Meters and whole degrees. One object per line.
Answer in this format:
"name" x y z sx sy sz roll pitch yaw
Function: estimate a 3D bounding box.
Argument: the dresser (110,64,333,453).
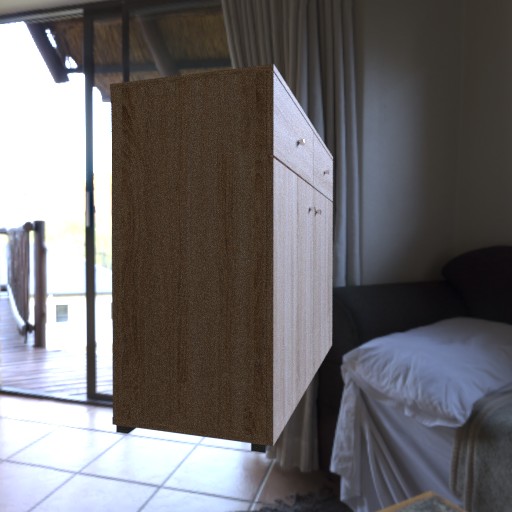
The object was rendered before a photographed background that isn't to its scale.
"dresser" 0.000 0.000 1.604 0.450 0.900 1.100 0 1 17
